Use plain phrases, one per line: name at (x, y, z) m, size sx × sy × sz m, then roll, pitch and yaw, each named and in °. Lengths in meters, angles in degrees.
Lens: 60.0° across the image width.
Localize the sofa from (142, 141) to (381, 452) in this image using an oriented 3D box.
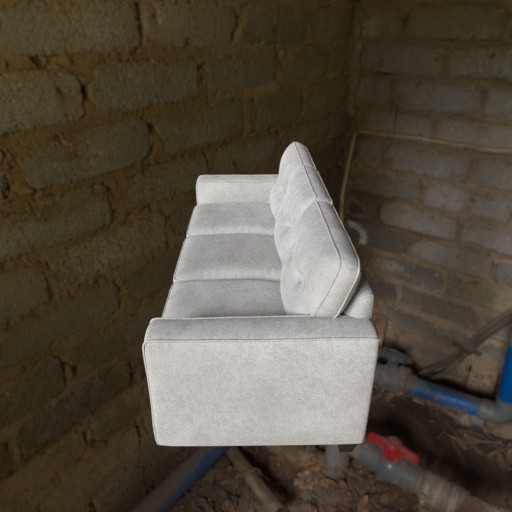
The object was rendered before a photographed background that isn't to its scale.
sofa at (0.000, 0.000, 2.688) m, size 0.939 × 0.965 × 2.133 m, roll 0°, pitch 27°, yaw -1°
